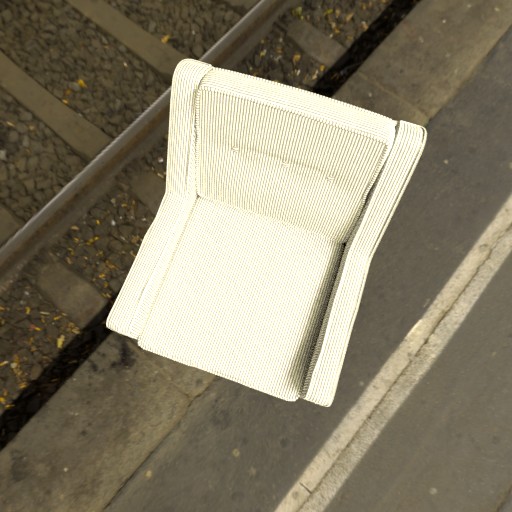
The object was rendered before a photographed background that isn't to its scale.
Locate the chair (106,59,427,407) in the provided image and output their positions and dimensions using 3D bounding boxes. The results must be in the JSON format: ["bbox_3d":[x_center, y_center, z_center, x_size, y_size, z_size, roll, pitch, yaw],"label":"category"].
[{"bbox_3d":[0.000,0.000,1.357,0.663,0.792,0.743,18,75,5],"label":"chair"}]
